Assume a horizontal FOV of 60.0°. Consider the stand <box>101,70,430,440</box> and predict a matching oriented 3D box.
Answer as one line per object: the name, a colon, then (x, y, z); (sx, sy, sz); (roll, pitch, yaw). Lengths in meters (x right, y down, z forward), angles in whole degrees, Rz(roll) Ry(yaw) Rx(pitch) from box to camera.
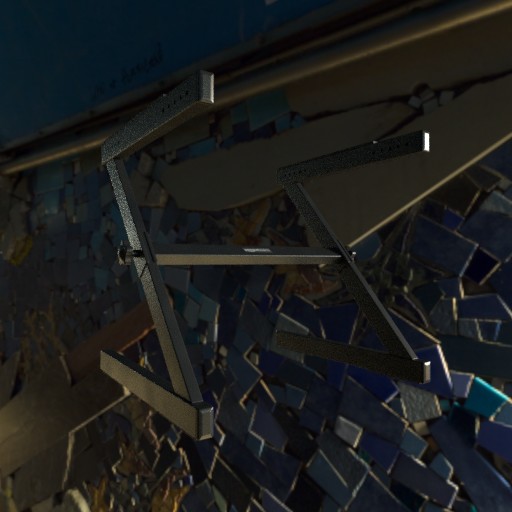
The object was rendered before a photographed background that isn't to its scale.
stand: (0.000, 0.000, 1.138); (0.700, 0.617, 0.586); (0, -1, -34)
